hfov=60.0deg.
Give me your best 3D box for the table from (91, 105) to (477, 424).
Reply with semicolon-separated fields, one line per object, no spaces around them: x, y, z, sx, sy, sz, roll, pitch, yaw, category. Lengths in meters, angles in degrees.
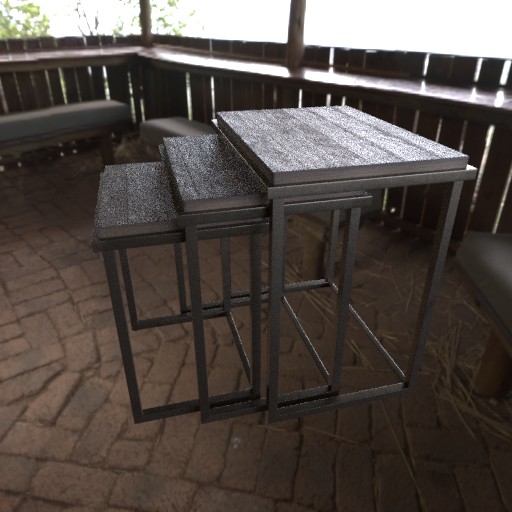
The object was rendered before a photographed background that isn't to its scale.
0.000;0.000;1.119;0.706;0.610;0.559;-7;29;-13;table
